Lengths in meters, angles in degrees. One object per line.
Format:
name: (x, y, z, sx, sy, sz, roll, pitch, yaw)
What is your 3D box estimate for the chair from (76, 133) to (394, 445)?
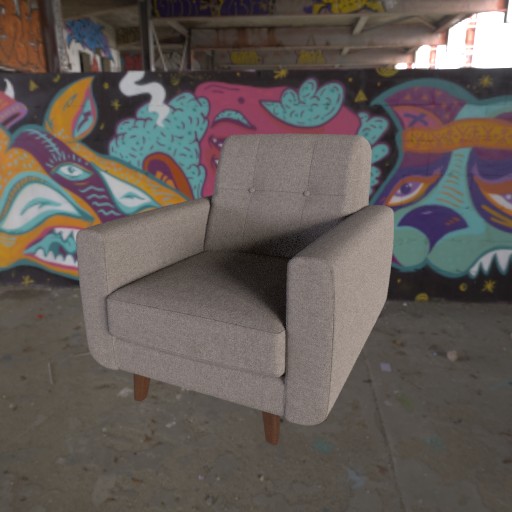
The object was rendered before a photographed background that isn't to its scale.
chair: (0.000, 0.000, 1.579, 0.831, 0.839, 0.907, 7, 17, 25)
